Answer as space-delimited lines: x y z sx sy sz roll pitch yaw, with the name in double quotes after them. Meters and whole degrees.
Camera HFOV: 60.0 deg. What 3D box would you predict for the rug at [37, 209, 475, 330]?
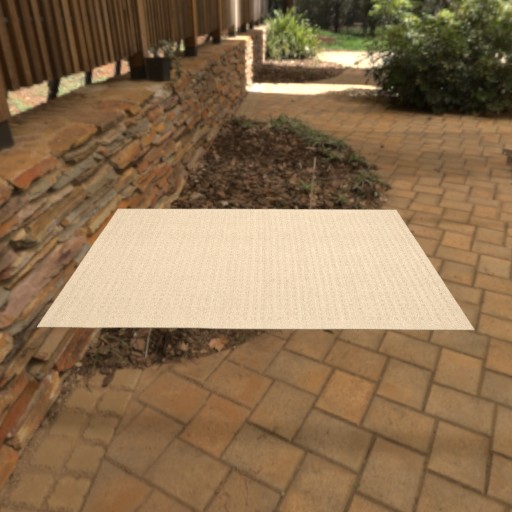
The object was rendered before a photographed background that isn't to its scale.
0.000 0.000 2.974 2.289 0.006 1.523 0 30 0 "rug"
